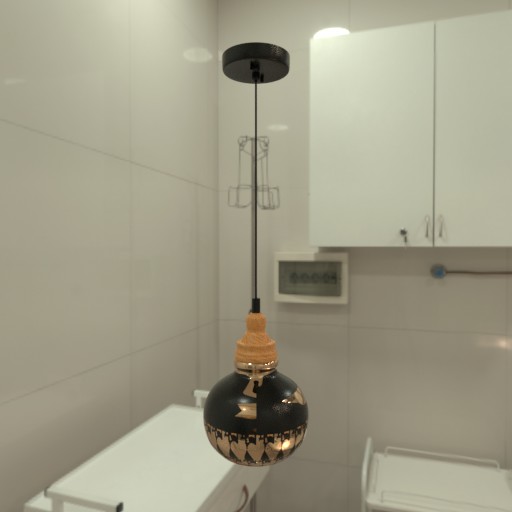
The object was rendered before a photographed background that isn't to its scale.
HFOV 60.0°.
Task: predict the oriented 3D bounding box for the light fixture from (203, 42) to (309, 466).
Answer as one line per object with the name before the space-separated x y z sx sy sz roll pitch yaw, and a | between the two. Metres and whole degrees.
light fixture | 0.000 0.000 1.811 0.430 1.606 0.430 0 1 18
